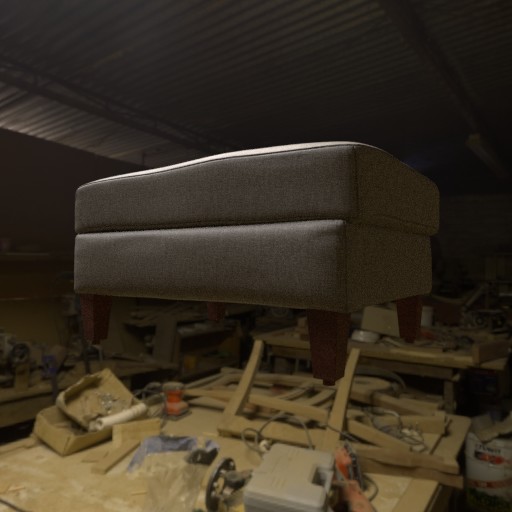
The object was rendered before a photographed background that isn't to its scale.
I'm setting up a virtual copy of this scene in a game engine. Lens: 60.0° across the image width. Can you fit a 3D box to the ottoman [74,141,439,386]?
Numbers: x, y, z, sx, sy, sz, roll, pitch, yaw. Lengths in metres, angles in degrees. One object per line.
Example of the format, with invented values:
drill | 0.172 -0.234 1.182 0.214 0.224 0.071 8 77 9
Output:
ottoman | 0.000 0.000 1.256 0.873 0.494 0.639 0 -1 35
